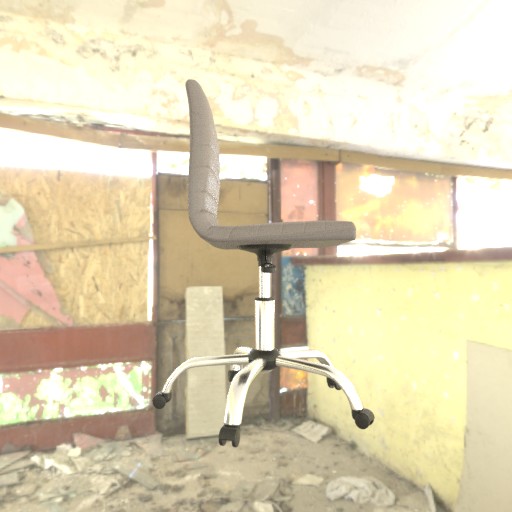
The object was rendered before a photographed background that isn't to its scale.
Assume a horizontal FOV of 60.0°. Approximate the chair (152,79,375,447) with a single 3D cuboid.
[{"bbox_3d":[0.000,0.000,1.161,0.530,0.780,0.556,0,-2,-1],"label":"chair"}]
